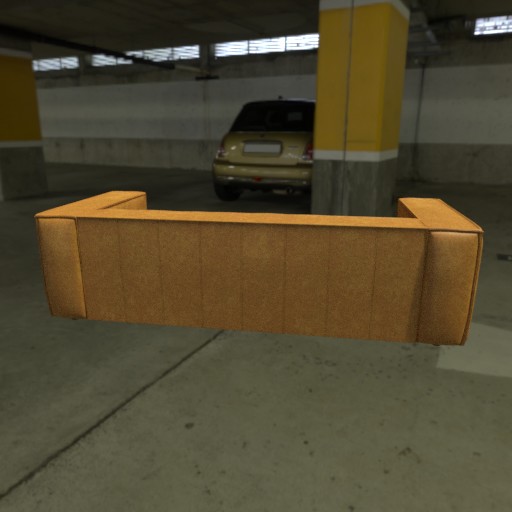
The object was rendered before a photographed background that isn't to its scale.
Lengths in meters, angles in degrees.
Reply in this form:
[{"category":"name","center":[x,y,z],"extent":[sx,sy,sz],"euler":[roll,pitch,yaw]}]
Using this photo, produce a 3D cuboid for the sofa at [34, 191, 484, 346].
[{"category":"sofa","center":[0.000,0.000,3.027],"extent":[2.581,0.701,1.102],"euler":[3,16,9]}]
